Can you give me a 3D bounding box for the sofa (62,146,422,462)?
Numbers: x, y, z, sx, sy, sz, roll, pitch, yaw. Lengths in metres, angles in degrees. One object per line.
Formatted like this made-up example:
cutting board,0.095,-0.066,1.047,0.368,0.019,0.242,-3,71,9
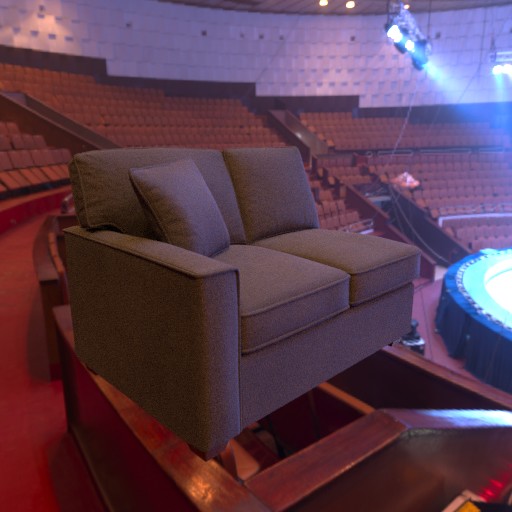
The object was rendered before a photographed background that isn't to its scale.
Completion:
sofa,0.000,0.000,2.047,1.388,0.989,0.991,-13,19,-43
